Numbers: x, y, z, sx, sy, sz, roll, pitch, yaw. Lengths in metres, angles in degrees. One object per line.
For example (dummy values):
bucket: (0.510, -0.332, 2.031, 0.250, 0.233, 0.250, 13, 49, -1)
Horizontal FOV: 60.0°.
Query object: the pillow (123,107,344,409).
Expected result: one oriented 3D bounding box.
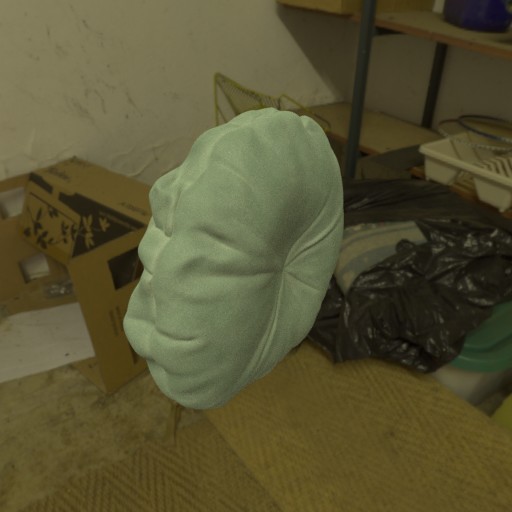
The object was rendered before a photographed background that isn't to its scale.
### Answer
pillow: (0.000, 0.000, 0.642, 0.148, 0.407, 0.428, 20, 36, 30)
